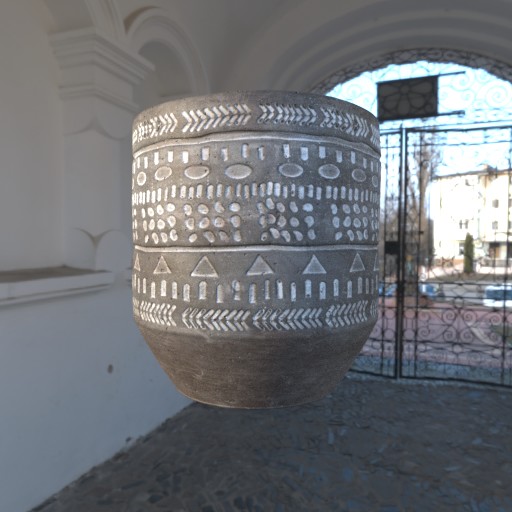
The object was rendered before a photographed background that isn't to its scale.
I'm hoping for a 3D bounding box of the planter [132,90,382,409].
[{"bbox_3d":[0.000,0.000,0.226,0.122,0.128,0.122,0,2,0],"label":"planter"}]
